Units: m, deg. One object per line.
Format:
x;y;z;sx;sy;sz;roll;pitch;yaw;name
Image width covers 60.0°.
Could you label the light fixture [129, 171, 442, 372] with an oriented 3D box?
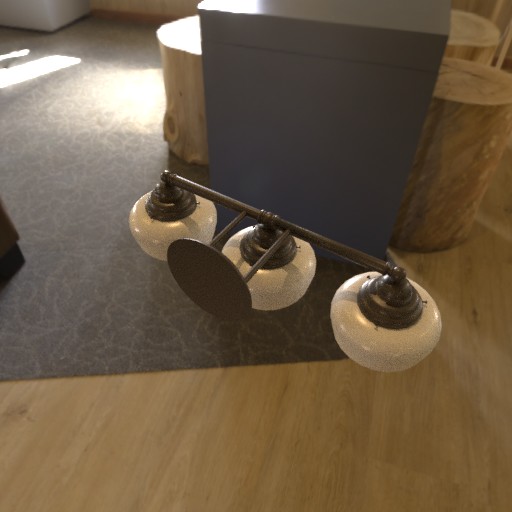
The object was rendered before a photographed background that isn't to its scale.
0.000;0.000;0.706;0.587;0.242;0.239;25;50;23;light fixture
